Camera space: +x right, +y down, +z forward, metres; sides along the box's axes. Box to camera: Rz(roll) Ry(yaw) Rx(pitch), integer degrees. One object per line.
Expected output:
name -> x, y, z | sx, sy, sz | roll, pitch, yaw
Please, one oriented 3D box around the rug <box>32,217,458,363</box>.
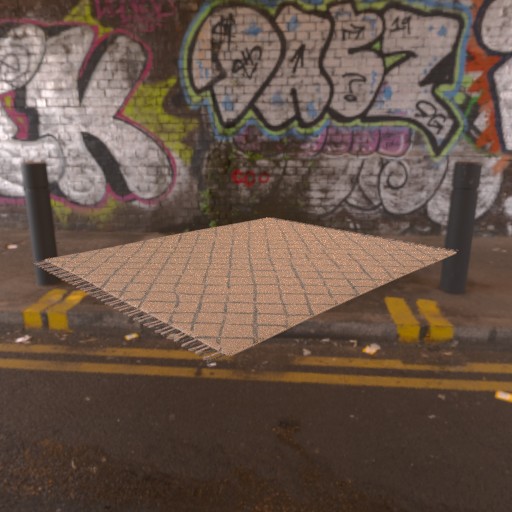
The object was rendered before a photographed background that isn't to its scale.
rug -> 0.000, 0.000, 4.716 | 3.585, 0.036, 2.892 | -15, 21, -43
